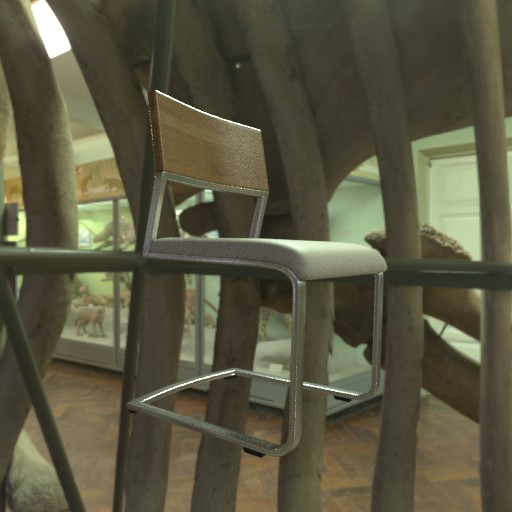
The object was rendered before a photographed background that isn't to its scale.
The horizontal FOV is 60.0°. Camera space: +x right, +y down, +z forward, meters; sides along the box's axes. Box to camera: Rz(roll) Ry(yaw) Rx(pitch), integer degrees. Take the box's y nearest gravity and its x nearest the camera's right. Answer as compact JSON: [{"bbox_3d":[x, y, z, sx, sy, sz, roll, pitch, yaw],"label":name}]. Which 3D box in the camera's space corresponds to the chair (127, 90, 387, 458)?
[{"bbox_3d":[0.000,0.000,1.217,0.585,0.844,0.467,0,0,36],"label":"chair"}]
